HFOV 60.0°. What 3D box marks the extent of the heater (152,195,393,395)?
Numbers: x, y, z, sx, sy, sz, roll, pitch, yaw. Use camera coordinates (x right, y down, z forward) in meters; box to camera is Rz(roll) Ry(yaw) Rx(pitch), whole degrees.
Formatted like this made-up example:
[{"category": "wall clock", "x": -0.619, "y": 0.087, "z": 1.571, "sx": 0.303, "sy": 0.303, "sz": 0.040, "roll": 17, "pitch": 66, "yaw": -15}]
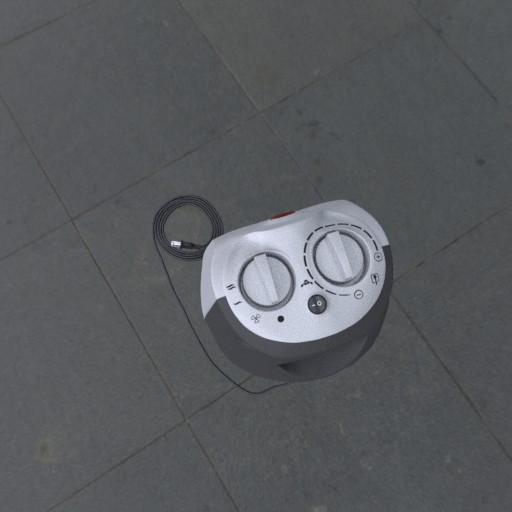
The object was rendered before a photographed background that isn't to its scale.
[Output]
[{"category": "heater", "x": 0.000, "y": 0.000, "z": 0.479, "sx": 0.239, "sy": 0.255, "sz": 0.291, "roll": -17, "pitch": 77, "yaw": -4}]
